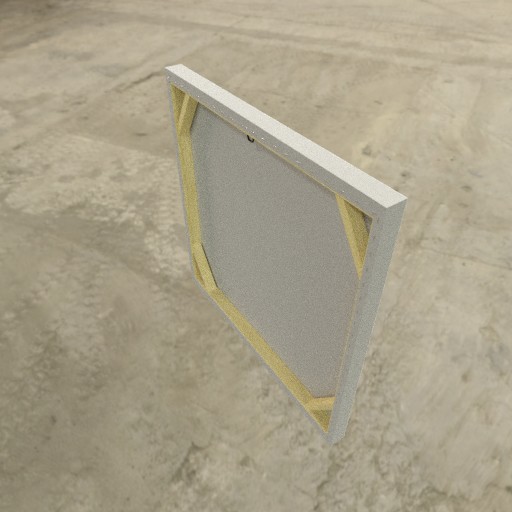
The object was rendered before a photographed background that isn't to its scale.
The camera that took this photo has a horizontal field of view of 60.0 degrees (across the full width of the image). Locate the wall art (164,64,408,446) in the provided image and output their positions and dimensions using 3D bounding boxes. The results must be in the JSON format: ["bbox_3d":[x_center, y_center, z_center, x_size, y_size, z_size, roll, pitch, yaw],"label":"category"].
[{"bbox_3d":[0.000,0.000,0.931,0.038,0.610,0.610,-24,47,-25],"label":"wall art"}]
